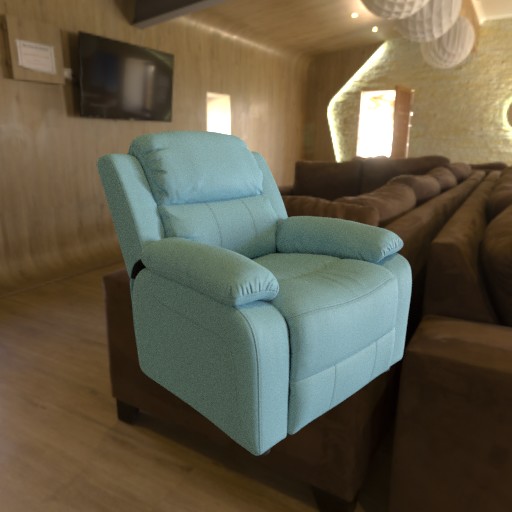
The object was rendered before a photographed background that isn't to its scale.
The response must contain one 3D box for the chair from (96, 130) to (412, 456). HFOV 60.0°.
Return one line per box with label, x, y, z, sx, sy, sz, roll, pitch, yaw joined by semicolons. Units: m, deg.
chair;0.000;0.000;1.271;0.680;0.702;0.709;-14;20;-43
